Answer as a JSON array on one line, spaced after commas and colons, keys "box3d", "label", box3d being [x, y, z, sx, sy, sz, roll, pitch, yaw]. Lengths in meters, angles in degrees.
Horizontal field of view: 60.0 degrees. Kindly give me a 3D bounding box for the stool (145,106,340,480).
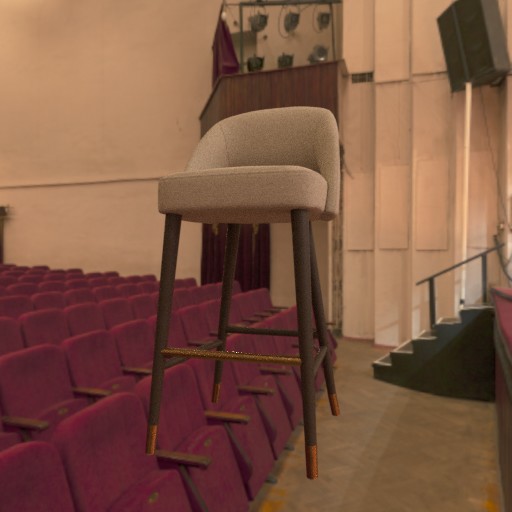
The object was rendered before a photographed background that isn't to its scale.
[{"box3d": [0.000, 0.000, 1.328, 0.494, 1.037, 0.509, 0, 0, 18], "label": "stool"}]
